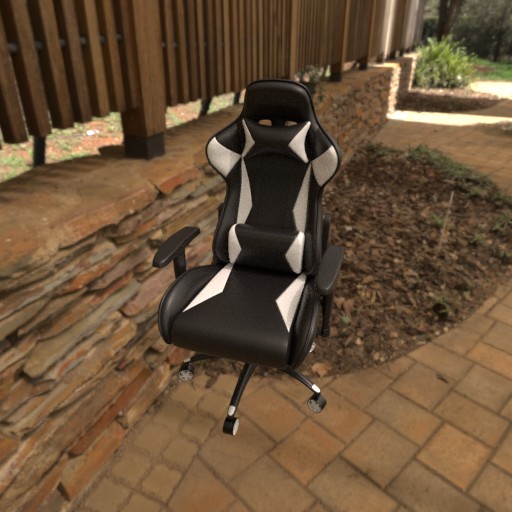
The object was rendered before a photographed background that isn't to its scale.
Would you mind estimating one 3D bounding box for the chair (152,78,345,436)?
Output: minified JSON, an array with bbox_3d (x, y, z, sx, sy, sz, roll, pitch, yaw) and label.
[{"bbox_3d":[0.000,0.000,1.786,0.730,1.285,0.695,8,28,16],"label":"chair"}]
